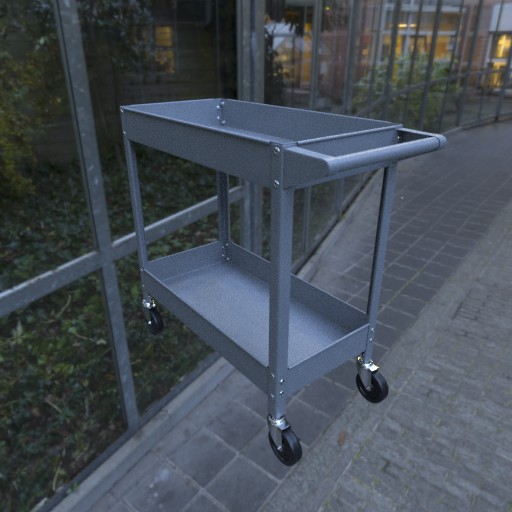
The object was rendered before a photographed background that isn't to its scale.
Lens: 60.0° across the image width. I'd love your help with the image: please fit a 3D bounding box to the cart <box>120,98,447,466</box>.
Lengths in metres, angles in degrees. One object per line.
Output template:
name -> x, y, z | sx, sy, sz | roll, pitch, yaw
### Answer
cart -> 0.000, 0.000, 1.182 | 0.366, 0.719, 0.779 | -19, 31, -34
